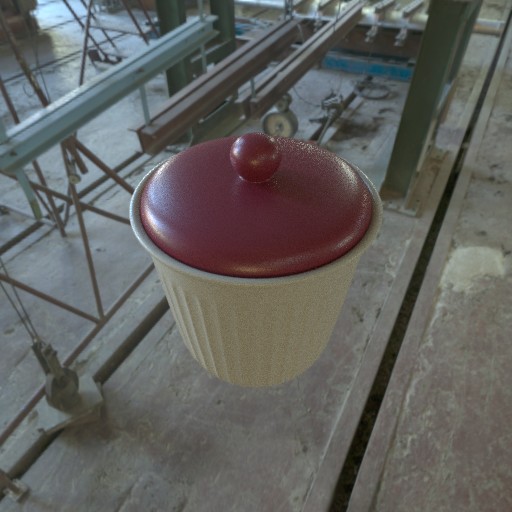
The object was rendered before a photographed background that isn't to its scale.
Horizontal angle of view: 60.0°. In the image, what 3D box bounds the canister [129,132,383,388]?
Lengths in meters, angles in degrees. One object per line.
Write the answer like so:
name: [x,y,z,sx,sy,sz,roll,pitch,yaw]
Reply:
canister: [0.000,0.000,0.362,0.181,0.211,0.181,0,42,0]
